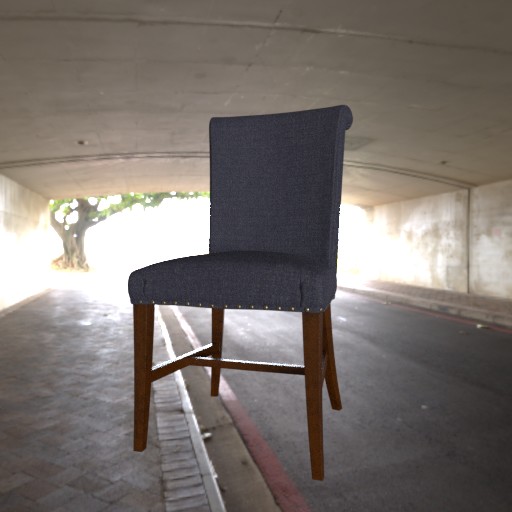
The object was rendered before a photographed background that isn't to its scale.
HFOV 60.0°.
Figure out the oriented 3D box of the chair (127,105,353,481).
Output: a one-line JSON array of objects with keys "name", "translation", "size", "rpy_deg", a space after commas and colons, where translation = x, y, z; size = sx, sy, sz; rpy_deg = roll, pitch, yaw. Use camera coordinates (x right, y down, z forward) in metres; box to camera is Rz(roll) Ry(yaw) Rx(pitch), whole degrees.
[{"name": "chair", "translation": [0.000, 0.000, 1.316], "size": [0.513, 0.988, 0.608], "rpy_deg": [0, 1, 18]}]
